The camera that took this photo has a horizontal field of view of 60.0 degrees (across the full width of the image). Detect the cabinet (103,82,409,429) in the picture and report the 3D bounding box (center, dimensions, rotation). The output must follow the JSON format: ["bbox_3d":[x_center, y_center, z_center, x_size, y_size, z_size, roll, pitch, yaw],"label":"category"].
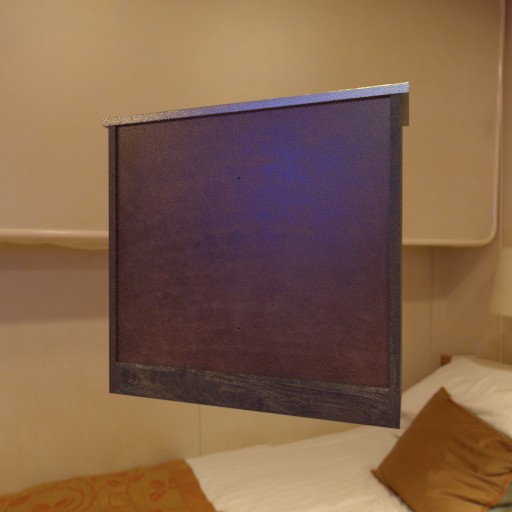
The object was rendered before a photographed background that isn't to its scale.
[{"bbox_3d":[0.000,0.000,1.486,0.968,0.919,0.338,0,1,19],"label":"cabinet"}]
